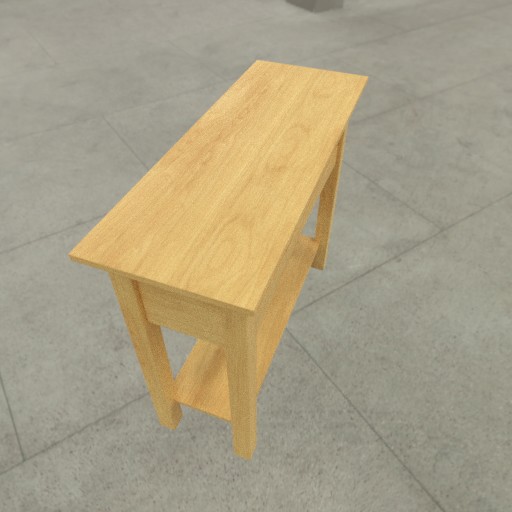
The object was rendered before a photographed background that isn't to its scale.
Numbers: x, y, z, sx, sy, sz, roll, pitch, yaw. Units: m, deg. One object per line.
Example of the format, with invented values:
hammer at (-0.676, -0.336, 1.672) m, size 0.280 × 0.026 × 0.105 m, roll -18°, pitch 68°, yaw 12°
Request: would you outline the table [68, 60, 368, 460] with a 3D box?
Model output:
table at (0.000, 0.000, 1.264) m, size 0.340 × 0.728 × 0.900 m, roll 15°, pitch 47°, yaw 15°
